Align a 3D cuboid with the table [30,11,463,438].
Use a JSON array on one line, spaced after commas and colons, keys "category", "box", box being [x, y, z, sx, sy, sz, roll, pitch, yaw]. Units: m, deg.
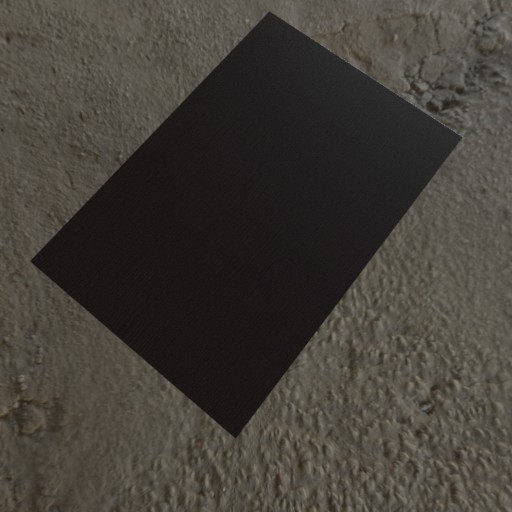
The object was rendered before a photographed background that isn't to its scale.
[{"category": "table", "box": [0.000, 0.000, 1.042, 0.408, 0.711, 0.589, 38, 78, 9]}]
